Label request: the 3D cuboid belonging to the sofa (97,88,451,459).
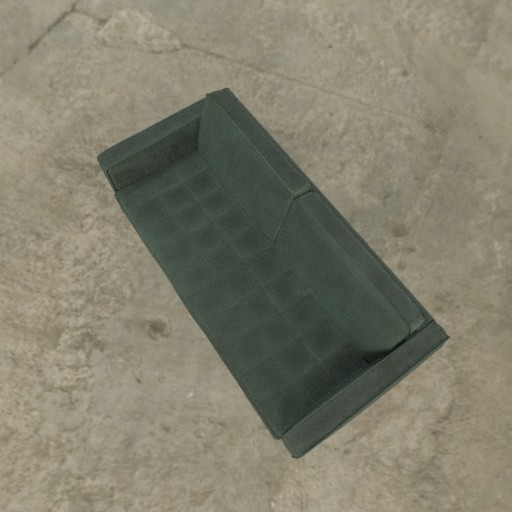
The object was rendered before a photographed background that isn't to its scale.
[{"bbox_3d":[0.000,0.000,2.327,0.886,0.781,1.816,-33,70,-14],"label":"sofa"}]
